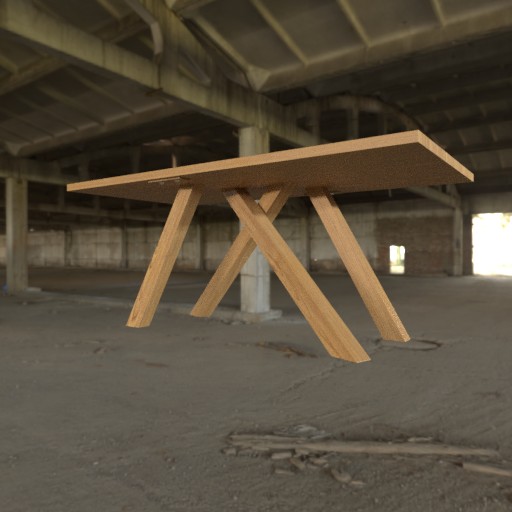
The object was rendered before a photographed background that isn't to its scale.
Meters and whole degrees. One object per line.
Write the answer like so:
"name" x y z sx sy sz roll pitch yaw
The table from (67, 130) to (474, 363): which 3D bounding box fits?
"table" 0.000 0.000 2.179 1.797 0.750 0.901 0 1 35
